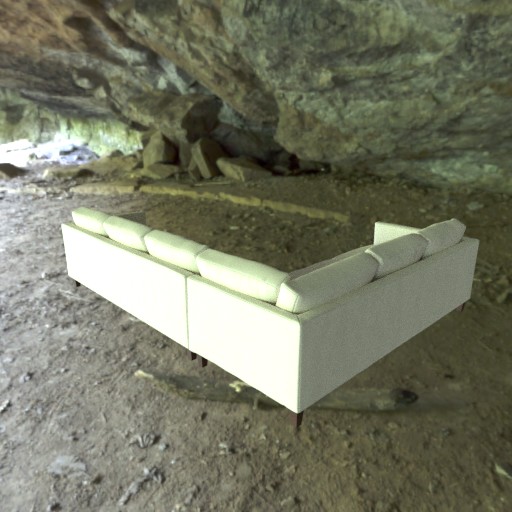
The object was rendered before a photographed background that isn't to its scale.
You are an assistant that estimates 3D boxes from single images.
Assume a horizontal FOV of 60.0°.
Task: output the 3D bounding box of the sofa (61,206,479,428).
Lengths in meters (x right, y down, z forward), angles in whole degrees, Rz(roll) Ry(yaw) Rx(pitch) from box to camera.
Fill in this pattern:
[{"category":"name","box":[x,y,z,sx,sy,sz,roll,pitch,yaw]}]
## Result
[{"category":"sofa","box":[0.000,0.000,4.262,2.432,0.863,3.182,-16,24,-41]}]
